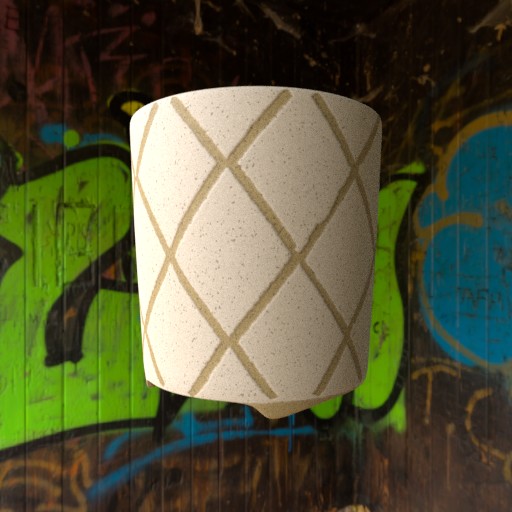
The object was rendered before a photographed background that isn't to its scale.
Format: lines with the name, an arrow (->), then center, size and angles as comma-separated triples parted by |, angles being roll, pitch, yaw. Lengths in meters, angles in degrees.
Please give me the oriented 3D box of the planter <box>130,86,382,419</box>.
planter -> 0.000, 0.000, 0.417 | 0.228, 0.235, 0.228 | 0, 0, 0
